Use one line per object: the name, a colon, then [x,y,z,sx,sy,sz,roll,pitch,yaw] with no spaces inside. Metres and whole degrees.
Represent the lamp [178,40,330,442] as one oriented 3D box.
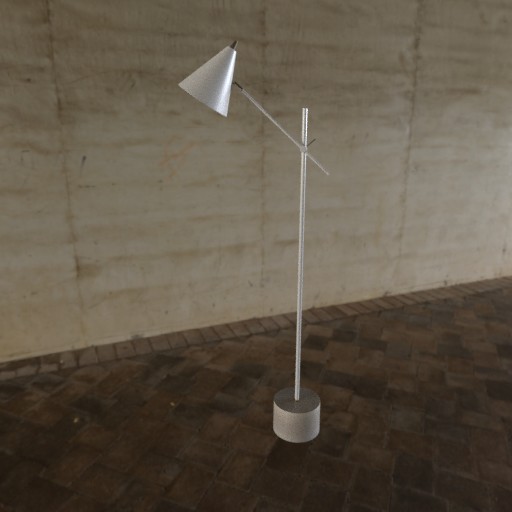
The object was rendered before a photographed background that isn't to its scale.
lamp: [0.000,0.000,1.609,0.508,1.430,0.223,3,16,9]
